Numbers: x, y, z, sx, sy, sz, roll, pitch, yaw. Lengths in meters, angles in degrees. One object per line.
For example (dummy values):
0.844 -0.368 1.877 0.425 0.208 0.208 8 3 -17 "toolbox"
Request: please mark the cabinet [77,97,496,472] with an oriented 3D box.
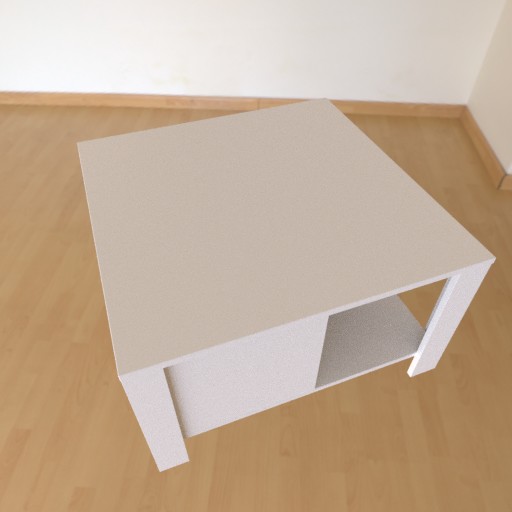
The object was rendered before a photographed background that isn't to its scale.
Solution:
0.000 0.000 1.276 0.800 0.460 0.800 -15 47 -14 "cabinet"
